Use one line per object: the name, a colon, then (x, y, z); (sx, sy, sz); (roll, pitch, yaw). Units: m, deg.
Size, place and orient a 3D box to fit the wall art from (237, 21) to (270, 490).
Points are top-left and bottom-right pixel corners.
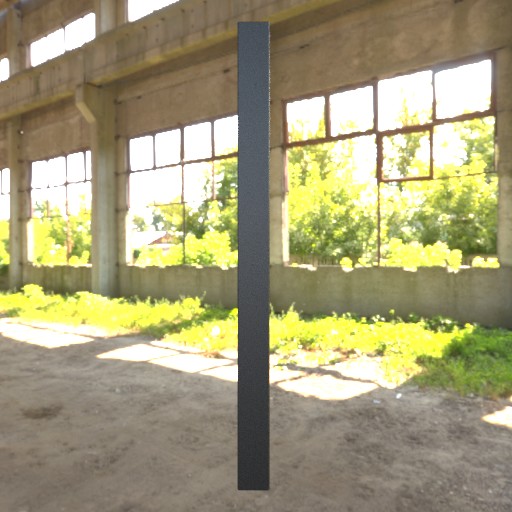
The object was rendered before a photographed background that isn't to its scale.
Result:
wall art: (0.000, 0.000, 0.749); (0.039, 0.555, 0.449); (0, 0, 1)
